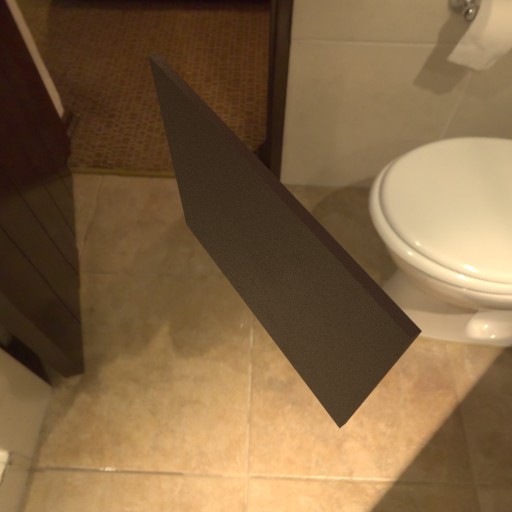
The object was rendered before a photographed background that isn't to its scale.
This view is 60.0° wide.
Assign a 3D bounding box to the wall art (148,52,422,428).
[{"bbox_3d":[0.000,0.000,1.613,0.034,0.952,1.207,-30,63,-18],"label":"wall art"}]
